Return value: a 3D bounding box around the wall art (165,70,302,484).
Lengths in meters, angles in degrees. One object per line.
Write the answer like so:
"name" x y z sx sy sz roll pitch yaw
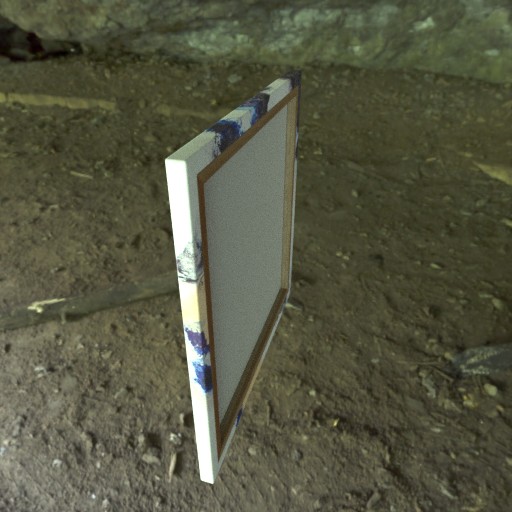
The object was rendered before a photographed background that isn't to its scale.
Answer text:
"wall art" 0.000 0.000 1.300 0.038 0.885 0.887 9 33 14
